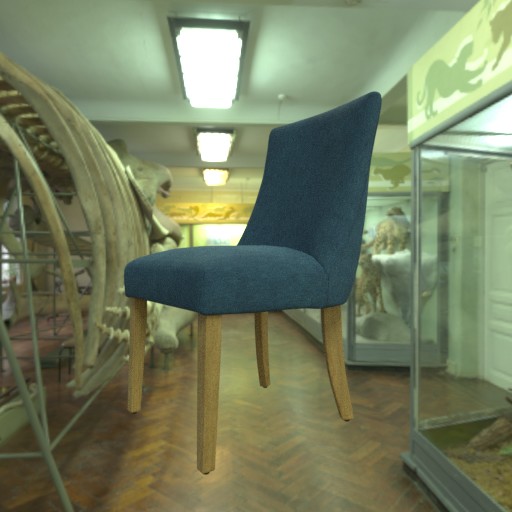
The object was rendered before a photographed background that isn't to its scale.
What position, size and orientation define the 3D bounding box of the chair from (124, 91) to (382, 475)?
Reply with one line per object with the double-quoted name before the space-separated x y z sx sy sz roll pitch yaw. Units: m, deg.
"chair" 0.000 0.000 1.252 0.609 0.902 0.495 0 1 -35
